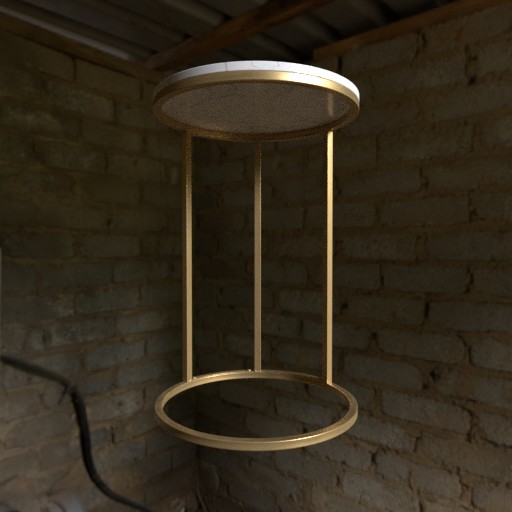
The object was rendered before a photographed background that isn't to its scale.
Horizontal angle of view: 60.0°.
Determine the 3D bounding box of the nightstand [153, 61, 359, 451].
[{"bbox_3d":[0.000,0.000,0.889,0.400,0.610,0.400,0,1,1],"label":"nightstand"}]
